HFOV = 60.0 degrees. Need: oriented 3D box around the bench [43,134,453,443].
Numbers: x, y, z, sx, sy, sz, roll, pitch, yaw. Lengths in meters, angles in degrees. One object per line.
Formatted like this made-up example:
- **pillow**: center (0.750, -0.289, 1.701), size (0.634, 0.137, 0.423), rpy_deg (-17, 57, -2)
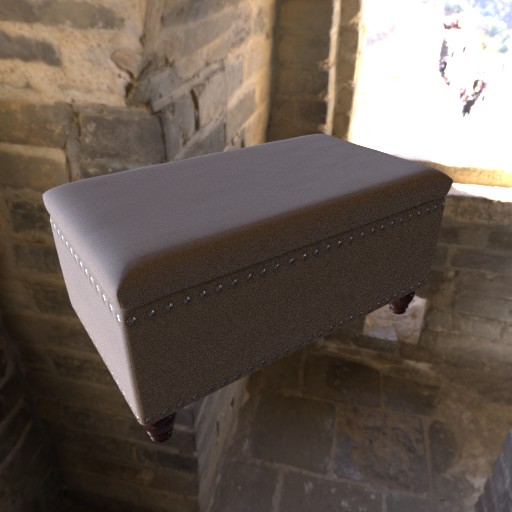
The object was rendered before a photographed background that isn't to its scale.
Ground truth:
- **bench**: center (0.000, 0.000, 1.180), size (0.887, 0.449, 0.500), rpy_deg (-19, 35, -30)
